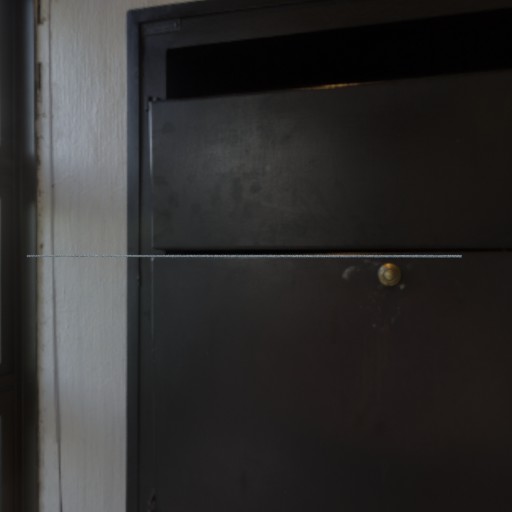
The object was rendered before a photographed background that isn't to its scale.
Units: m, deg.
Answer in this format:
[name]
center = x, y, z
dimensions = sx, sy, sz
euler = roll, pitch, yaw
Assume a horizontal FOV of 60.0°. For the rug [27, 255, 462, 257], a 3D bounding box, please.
[rug]
center = 0.000, 0.000, 2.225
dimensions = 1.752, 0.006, 1.142
euler = 0, 0, 18
